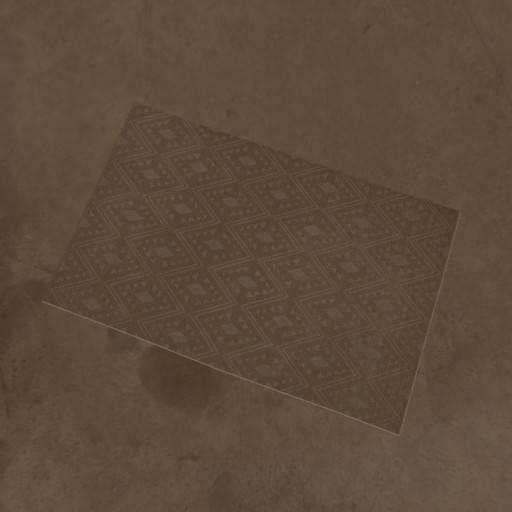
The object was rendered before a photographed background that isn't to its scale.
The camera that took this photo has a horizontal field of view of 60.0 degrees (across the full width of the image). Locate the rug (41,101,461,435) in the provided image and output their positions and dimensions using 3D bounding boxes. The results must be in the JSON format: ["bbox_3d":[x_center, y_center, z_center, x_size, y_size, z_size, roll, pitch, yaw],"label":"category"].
[{"bbox_3d":[0.000,0.000,2.967,2.430,0.053,1.553,19,78,4],"label":"rug"}]
